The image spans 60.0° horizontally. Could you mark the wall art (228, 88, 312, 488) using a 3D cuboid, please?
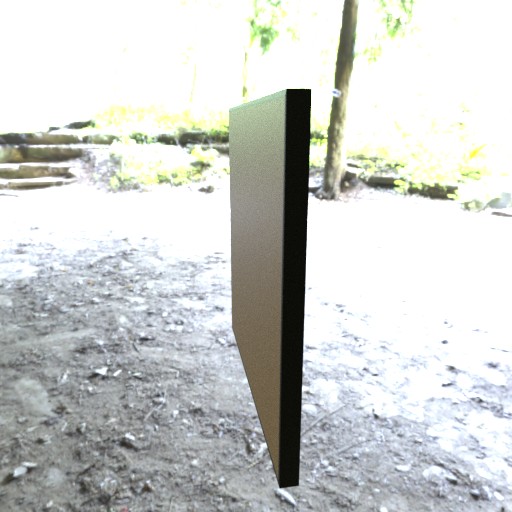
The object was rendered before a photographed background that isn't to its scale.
[{"bbox_3d":[0.000,0.000,0.776,0.028,0.511,0.513,-3,16,-10],"label":"wall art"}]
